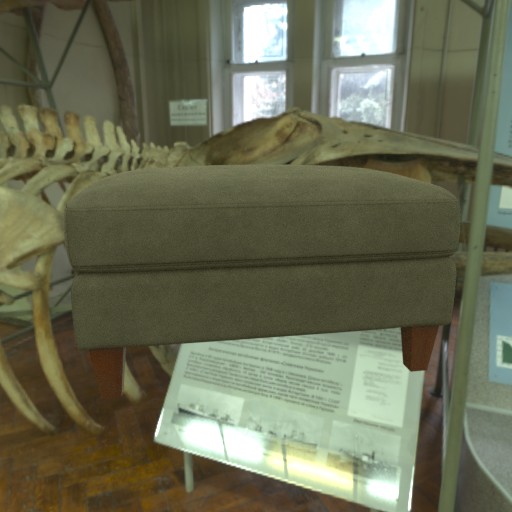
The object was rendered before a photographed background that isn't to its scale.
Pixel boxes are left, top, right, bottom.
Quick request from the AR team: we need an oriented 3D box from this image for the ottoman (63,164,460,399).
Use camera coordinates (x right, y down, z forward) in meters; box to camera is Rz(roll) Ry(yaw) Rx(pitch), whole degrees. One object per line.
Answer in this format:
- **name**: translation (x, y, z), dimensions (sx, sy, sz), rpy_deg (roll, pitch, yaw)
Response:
- **ottoman**: translation (0.000, 0.000, 1.211), dimensions (0.864, 0.483, 0.584), rpy_deg (-2, 15, -9)
